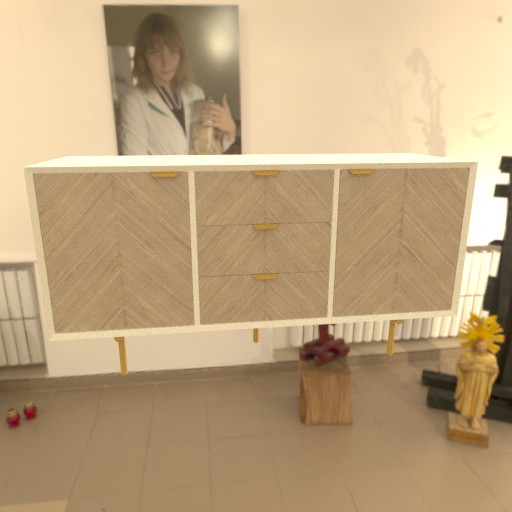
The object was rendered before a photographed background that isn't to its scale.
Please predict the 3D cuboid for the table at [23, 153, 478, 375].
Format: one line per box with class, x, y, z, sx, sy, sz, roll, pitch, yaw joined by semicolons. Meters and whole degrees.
table;0.000;0.000;1.794;1.500;0.769;0.508;-2;17;-8
